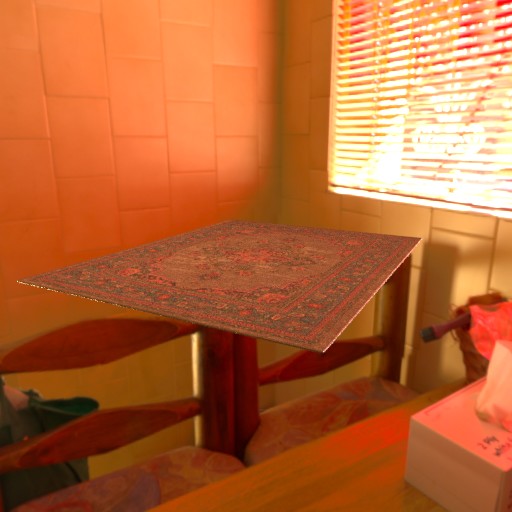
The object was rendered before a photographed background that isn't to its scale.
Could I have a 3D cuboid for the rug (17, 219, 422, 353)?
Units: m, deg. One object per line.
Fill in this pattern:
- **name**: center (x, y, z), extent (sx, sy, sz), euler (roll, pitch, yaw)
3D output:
- **rug**: center (0.000, 0.000, 4.057), extent (2.434, 0.013, 3.057), euler (8, 16, 28)
